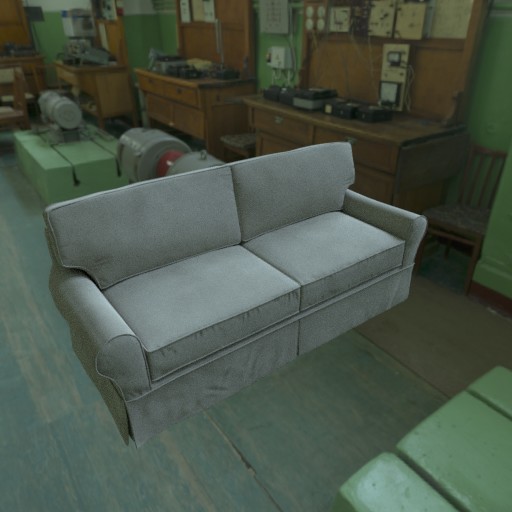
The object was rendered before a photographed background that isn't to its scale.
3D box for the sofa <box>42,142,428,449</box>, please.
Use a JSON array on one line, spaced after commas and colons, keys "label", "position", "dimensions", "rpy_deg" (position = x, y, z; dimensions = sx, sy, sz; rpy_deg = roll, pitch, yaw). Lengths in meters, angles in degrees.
[{"label": "sofa", "position": [0.000, 0.000, 2.690], "dimensions": [2.246, 1.014, 0.900], "rpy_deg": [-20, 35, -31]}]
